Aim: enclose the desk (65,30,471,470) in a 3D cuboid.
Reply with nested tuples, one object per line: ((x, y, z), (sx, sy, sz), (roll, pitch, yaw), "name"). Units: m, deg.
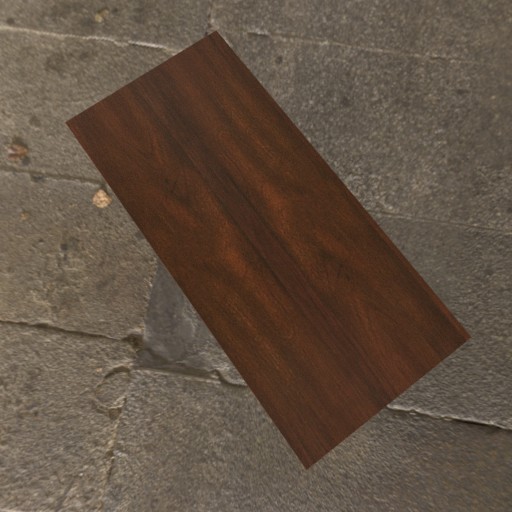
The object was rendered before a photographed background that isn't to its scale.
((0.000, 0.000, 2.162), (0.734, 1.031, 1.577), (-35, 79, -8), "desk")
